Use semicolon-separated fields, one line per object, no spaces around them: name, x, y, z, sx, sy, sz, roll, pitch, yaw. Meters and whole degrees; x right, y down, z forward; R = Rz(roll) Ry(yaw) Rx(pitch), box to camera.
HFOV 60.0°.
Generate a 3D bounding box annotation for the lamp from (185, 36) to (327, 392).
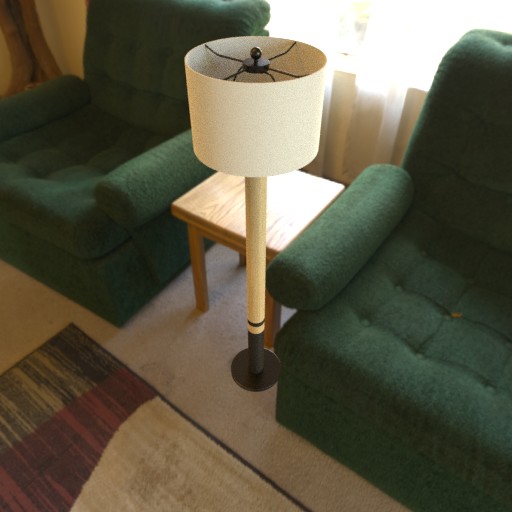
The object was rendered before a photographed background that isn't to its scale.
lamp;0.000;0.000;1.664;0.381;1.478;0.381;13;43;14
